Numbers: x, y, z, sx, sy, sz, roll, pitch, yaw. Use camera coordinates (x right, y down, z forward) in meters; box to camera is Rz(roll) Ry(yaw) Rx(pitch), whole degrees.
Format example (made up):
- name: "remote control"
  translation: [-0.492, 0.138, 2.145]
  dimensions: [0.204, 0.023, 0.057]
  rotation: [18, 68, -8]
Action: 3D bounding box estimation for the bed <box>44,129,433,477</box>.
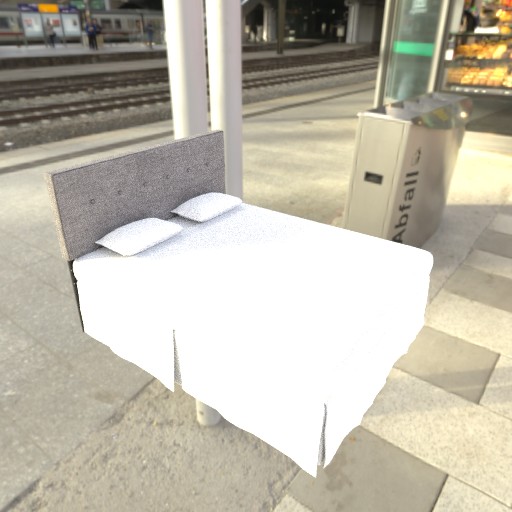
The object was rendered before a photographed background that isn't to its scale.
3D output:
- name: "bed"
  translation: [0.000, 0.000, 2.936]
  dimensions: [1.958, 1.168, 1.621]
  rotation: [18, 32, 32]
